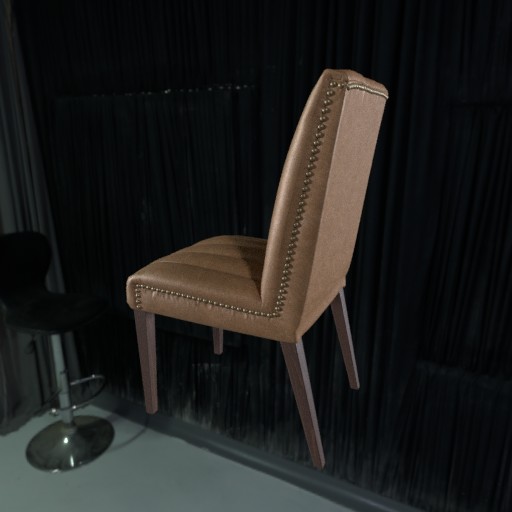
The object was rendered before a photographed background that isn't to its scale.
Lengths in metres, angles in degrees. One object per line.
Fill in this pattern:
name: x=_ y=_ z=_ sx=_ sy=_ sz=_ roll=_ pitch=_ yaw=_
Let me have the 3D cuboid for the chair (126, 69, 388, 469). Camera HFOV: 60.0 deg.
chair: x=0.000 y=0.000 z=1.374 sx=0.647 sy=1.016 sz=0.511 roll=8 pitch=18 yaw=24
